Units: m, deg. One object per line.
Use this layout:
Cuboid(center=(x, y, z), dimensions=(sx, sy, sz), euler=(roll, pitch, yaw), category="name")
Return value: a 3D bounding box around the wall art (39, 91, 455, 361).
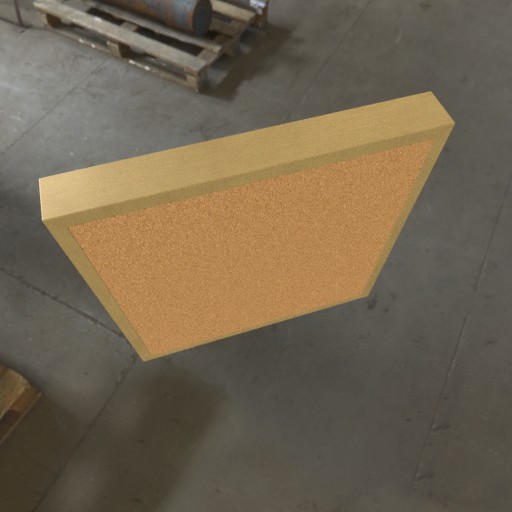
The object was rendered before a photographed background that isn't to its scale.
Cuboid(center=(0.000, 0.000, 0.453), dimensions=(0.305, 0.305, 0.038), euler=(-15, 61, -9), category="wall art")
